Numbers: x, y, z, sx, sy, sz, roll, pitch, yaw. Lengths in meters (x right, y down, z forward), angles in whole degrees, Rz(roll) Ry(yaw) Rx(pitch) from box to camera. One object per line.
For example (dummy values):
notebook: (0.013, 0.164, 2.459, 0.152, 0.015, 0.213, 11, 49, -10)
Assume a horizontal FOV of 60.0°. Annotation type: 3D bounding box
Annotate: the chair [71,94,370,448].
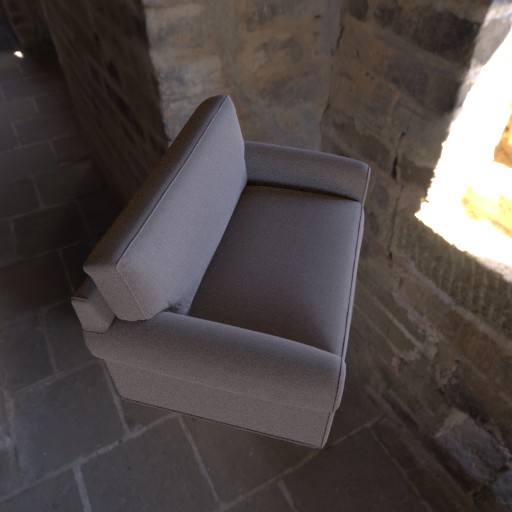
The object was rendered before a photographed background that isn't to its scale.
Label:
chair: (0.000, 0.000, 1.999, 0.930, 0.930, 1.390, 10, 46, 10)
